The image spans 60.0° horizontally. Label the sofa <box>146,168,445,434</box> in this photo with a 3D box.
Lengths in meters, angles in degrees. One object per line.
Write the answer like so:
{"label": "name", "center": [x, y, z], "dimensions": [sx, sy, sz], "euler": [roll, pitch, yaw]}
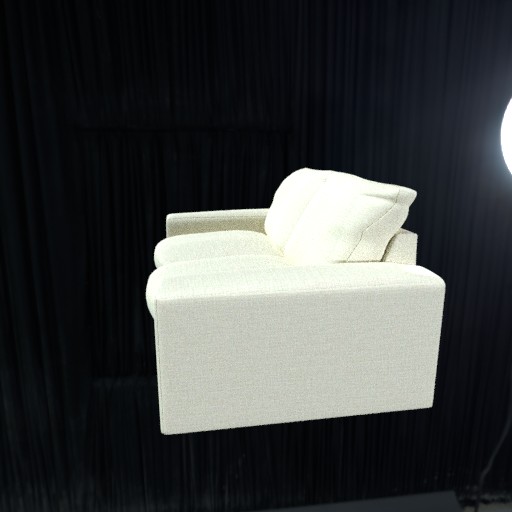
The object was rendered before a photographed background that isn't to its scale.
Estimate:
{"label": "sofa", "center": [0.000, 0.000, 2.353], "dimensions": [1.091, 0.875, 1.754], "euler": [-2, 14, -9]}
